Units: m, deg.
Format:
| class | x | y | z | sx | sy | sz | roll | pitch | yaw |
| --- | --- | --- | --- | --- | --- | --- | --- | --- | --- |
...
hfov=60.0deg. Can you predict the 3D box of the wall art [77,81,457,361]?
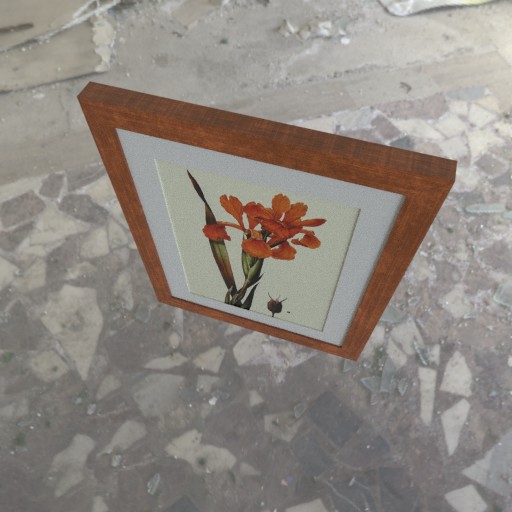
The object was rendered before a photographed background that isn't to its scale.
| class | x | y | z | sx | sy | sz | roll | pitch | yaw |
| --- | --- | --- | --- | --- | --- | --- | --- | --- | --- |
| wall art | 0.000 | 0.000 | 0.768 | 0.467 | 0.567 | 0.033 | 15 | 58 | 10 |
